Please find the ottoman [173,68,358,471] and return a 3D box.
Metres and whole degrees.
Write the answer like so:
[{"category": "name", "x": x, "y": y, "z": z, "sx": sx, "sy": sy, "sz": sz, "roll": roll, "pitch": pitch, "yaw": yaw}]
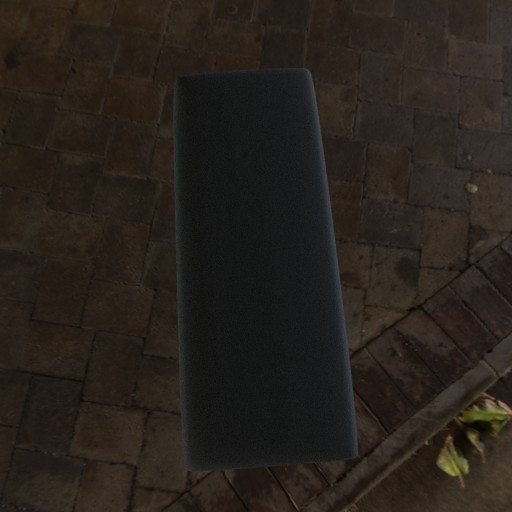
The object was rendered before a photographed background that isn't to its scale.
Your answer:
[{"category": "ottoman", "x": 0.000, "y": 0.000, "z": 1.903, "sx": 0.646, "sy": 0.393, "sz": 1.609, "roll": -4, "pitch": 75, "yaw": -1}]
